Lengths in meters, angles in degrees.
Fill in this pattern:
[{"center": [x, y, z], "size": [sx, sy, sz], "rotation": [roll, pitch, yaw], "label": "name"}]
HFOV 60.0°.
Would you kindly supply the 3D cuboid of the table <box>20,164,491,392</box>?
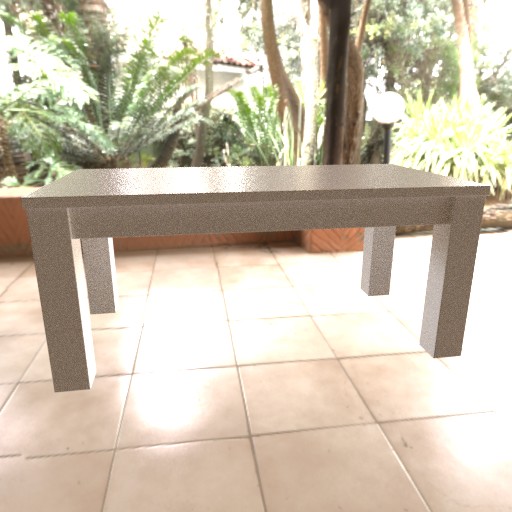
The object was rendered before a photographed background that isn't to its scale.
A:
[{"center": [0.000, 0.000, 2.213], "size": [1.800, 0.790, 0.900], "rotation": [-3, 18, -9], "label": "table"}]
